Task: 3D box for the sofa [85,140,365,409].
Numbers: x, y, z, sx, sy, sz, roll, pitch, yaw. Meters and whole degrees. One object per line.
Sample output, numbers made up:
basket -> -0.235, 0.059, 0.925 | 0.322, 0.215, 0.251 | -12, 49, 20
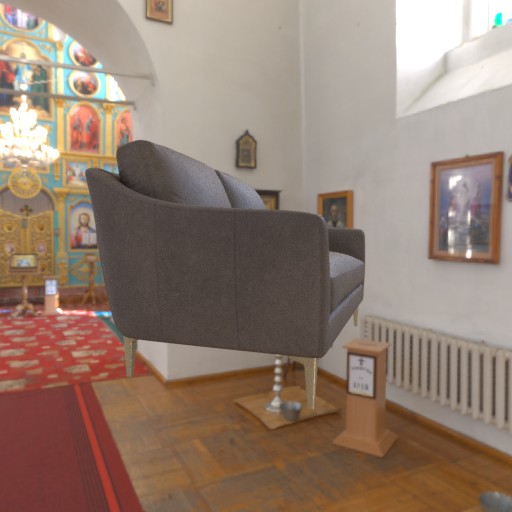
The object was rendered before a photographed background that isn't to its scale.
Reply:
sofa -> 0.000, 0.000, 2.193 | 0.960, 0.902, 1.619 | 0, 1, 18
